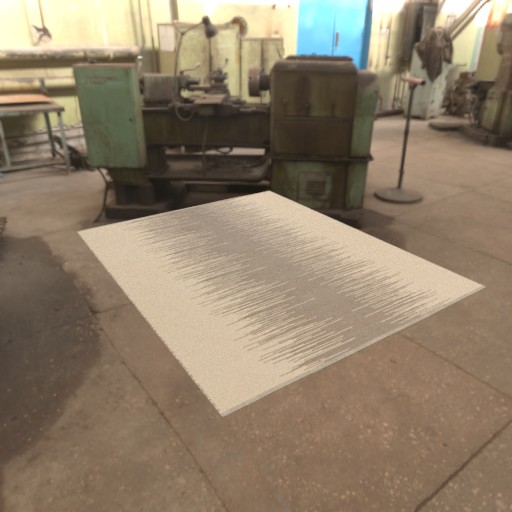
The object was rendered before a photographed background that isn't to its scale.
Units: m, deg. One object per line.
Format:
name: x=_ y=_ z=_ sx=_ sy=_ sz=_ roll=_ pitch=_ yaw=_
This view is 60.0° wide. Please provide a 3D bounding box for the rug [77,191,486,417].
rug: x=0.000 y=0.000 z=4.085 sx=2.453 sy=0.010 sz=3.037 roll=-17 pitch=31 yaw=-30
